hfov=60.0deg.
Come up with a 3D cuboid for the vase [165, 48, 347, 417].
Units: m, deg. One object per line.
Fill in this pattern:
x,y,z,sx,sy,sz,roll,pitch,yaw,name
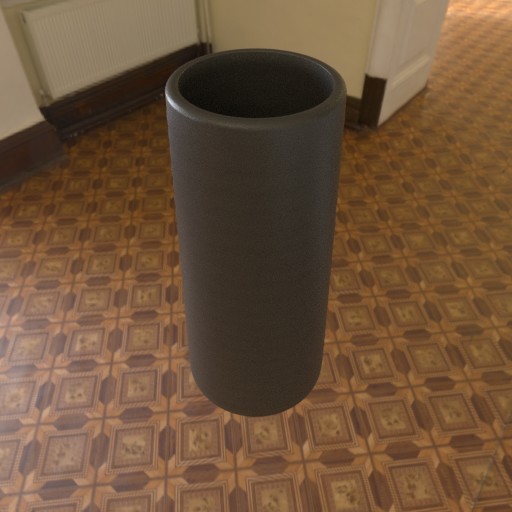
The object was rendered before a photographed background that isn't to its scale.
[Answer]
0.000,0.000,0.360,0.136,0.289,0.136,-29,52,-26,vase
